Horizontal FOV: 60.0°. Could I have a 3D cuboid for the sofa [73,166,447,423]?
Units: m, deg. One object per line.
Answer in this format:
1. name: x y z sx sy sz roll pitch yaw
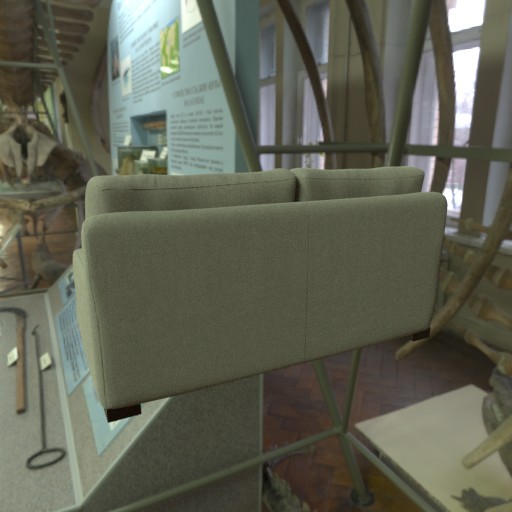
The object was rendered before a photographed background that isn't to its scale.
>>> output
1. sofa: 0.000 0.000 2.439 1.855 0.980 0.962 -7 16 -26
